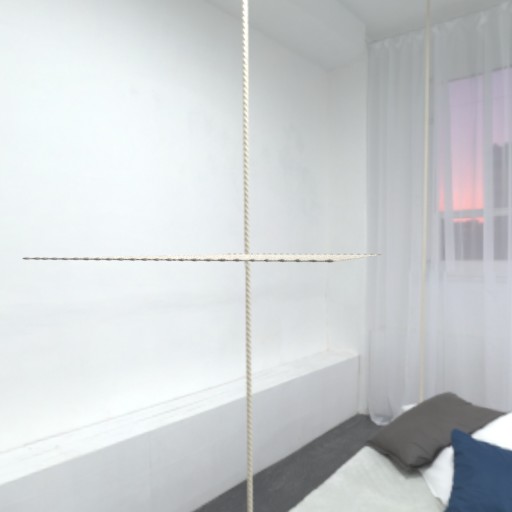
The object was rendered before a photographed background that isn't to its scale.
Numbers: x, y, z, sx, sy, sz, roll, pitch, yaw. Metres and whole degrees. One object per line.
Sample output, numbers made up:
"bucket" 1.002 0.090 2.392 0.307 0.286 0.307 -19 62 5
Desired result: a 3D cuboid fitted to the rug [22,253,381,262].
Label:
"rug" 0.000 0.000 2.519 1.229 0.011 2.096 0 1 20
